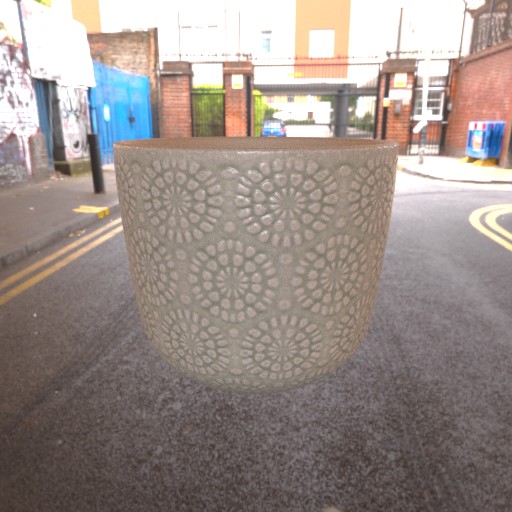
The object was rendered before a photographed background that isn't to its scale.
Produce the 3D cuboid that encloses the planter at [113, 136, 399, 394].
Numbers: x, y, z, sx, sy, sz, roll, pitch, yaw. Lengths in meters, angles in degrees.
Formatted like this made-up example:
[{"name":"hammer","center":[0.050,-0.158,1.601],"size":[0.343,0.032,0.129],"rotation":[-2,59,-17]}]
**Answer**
[{"name":"planter","center":[0.000,0.000,0.216],"size":[0.124,0.109,0.124],"rotation":[0,17,0]}]
